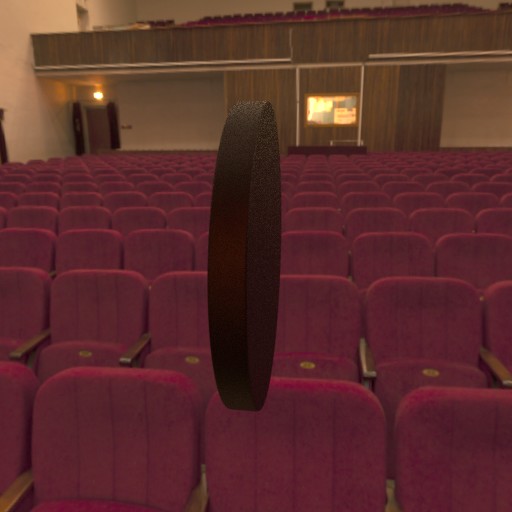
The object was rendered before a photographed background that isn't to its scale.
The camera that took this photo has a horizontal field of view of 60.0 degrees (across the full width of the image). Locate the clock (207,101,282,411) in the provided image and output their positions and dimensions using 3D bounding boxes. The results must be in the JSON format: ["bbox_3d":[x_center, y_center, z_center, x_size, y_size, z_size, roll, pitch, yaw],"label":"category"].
[{"bbox_3d":[0.000,0.000,0.475,0.029,0.314,0.314,2,13,8],"label":"clock"}]
